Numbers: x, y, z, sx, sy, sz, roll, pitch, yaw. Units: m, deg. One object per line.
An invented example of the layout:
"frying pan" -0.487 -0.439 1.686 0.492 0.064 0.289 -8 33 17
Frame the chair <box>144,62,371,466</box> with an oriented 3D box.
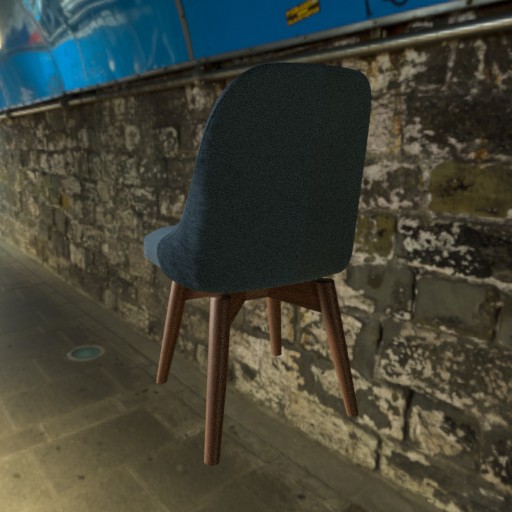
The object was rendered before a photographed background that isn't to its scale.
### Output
"chair" 0.000 0.000 1.208 0.503 0.882 0.589 -7 15 -27
